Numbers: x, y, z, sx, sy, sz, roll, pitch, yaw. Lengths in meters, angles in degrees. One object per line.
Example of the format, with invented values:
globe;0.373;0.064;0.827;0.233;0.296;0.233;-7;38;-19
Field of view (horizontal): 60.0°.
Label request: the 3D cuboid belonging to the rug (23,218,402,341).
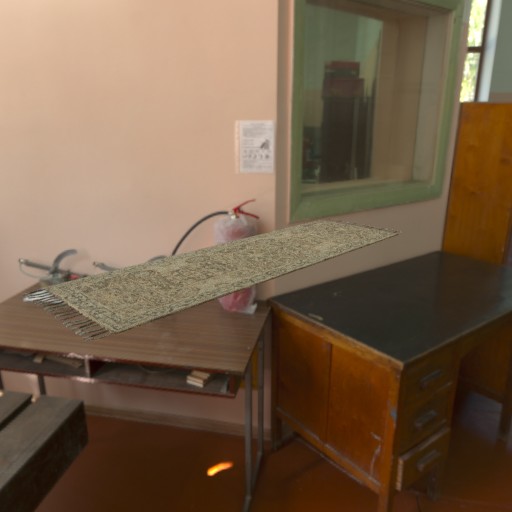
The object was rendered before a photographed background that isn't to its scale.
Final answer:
rug;0.000;0.000;2.929;0.762;0.011;2.664;16;23;42
